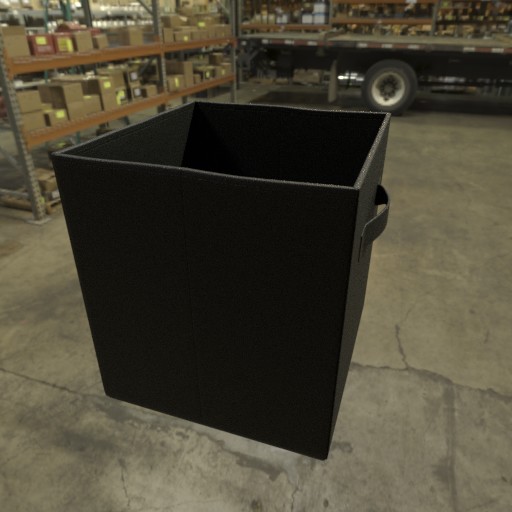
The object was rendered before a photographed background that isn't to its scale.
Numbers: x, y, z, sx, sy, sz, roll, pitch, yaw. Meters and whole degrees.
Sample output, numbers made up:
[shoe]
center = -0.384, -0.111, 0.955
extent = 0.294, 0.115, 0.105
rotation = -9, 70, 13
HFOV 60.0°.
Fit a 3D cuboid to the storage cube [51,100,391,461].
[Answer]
[storage cube]
center = 0.000, 0.000, 0.500
extent = 0.270, 0.280, 0.270
rotation = 10, 30, 17
